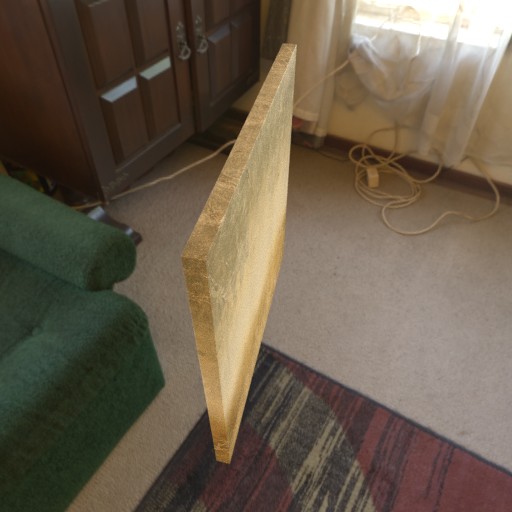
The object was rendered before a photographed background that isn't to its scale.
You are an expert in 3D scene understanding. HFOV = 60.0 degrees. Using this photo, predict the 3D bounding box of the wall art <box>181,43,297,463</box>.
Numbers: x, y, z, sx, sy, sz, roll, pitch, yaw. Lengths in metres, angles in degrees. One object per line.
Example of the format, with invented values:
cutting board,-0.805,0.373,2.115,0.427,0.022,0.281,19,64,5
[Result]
wall art,0.000,0.000,1.616,0.051,1.091,1.092,9,47,9
